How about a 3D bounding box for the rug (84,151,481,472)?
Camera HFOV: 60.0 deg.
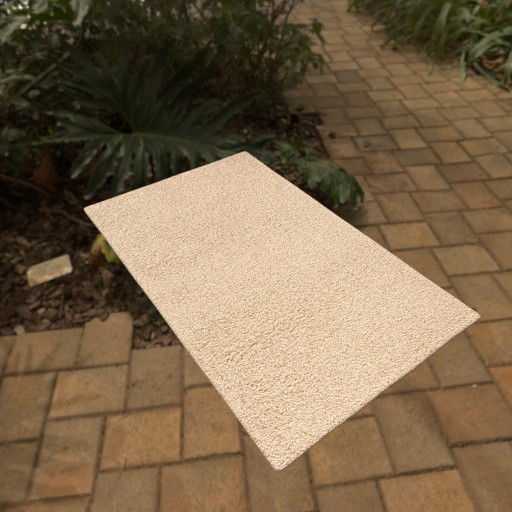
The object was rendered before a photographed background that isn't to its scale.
[{"bbox_3d":[0.000,0.000,3.015,1.524,0.030,2.438,-26,48,-26],"label":"rug"}]
